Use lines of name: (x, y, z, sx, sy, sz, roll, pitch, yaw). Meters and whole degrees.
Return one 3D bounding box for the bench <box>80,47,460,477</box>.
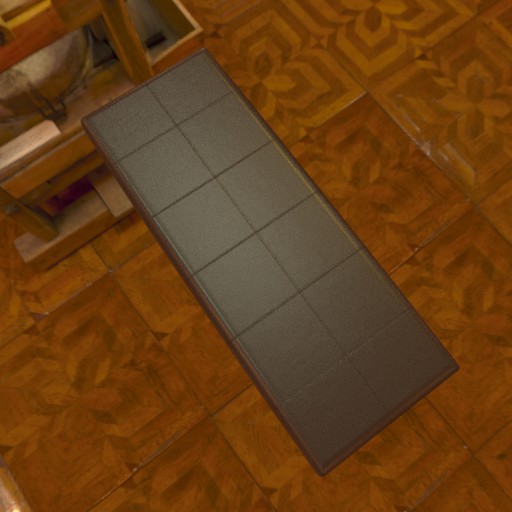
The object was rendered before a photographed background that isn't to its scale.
bench: (0.000, 0.000, 1.320, 0.429, 0.457, 1.092, -34, 78, -8)
